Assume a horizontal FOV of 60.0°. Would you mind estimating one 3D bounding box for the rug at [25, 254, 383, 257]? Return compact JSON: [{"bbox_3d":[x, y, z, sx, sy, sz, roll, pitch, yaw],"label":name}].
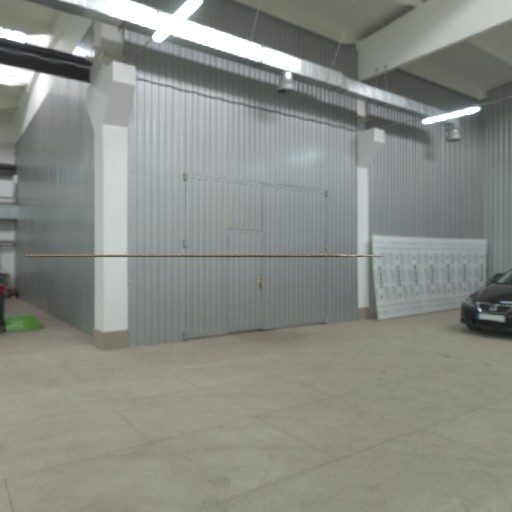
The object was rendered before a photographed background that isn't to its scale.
[{"bbox_3d":[0.000,0.000,3.040,1.526,0.011,2.435,0,0,20],"label":"rug"}]
